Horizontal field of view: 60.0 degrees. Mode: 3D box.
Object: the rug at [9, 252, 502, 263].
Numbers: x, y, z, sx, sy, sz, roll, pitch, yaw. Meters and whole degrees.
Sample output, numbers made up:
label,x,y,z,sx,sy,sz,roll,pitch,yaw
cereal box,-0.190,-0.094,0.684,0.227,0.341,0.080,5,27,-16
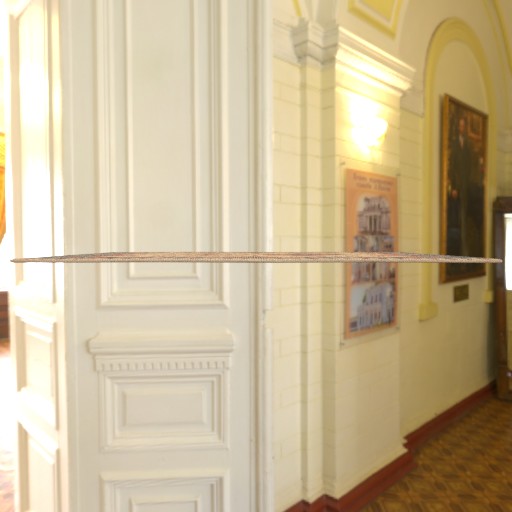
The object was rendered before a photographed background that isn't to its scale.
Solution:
label,x,y,z,sx,sy,sz,roll,pitch,yaw
rug,0.000,0.000,2.957,2.464,0.023,1.521,0,2,1
